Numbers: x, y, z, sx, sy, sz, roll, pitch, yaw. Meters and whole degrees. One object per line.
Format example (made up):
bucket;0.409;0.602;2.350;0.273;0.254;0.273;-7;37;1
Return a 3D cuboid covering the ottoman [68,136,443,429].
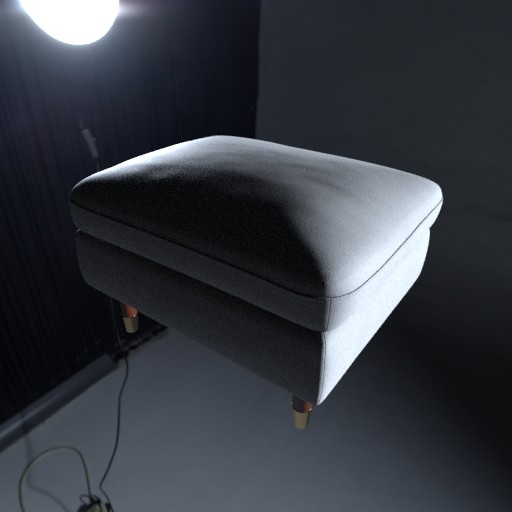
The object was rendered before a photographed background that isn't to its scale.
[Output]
ottoman;0.000;0.000;1.127;0.747;0.478;0.593;20;35;30
